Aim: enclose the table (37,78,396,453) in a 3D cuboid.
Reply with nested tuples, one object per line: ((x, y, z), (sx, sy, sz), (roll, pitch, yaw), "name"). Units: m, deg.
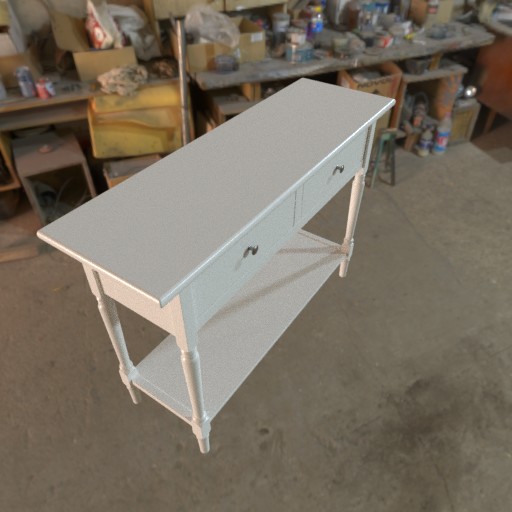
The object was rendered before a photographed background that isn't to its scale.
((0.000, 0.000, 1.550), (0.386, 0.814, 1.191), (24, 47, 25), "table")
